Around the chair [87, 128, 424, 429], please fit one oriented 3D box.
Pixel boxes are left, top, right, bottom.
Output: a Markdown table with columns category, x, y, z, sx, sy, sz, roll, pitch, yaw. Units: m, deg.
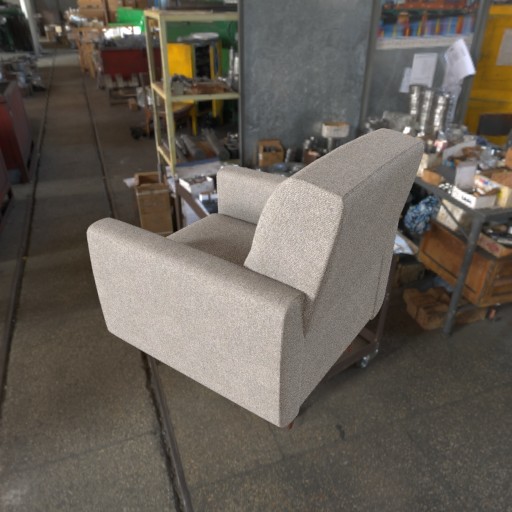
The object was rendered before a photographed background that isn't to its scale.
| category | x | y | z | sx | sy | sz | roll | pitch | yaw |
| --- | --- | --- | --- | --- | --- | --- | --- | --- | --- |
| chair | 0.000 | 0.000 | 1.698 | 0.942 | 0.968 | 0.845 | 20 | 36 | 30 |
